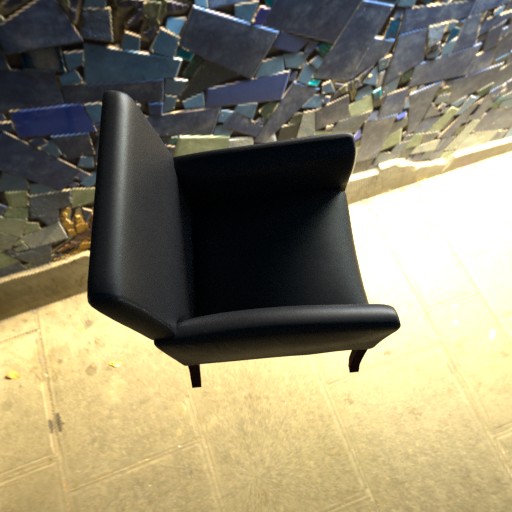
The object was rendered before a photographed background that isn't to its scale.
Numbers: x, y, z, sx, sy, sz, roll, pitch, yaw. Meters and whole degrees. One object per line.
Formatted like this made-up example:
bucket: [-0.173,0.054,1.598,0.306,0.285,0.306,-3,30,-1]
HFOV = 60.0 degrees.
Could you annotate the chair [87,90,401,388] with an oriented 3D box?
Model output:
chair: [0.000,0.000,1.495,0.772,0.951,0.683,-5,64,-2]
